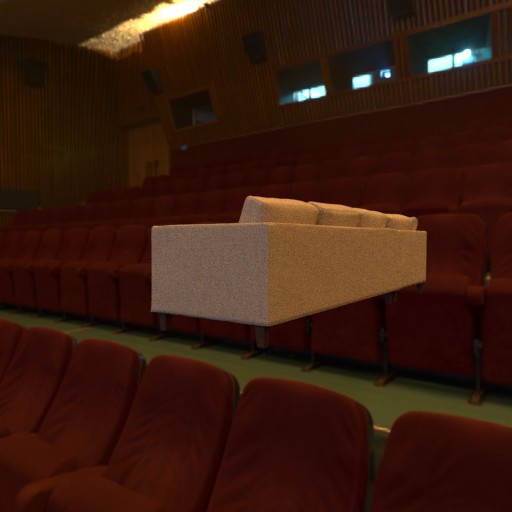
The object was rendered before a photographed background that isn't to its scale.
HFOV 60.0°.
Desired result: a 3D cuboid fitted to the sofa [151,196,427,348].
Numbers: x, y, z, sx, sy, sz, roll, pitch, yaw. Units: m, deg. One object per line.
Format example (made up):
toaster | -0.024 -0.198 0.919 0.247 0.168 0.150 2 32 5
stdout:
sofa | 0.000 0.000 4.345 2.432 0.863 3.182 2 3 36
